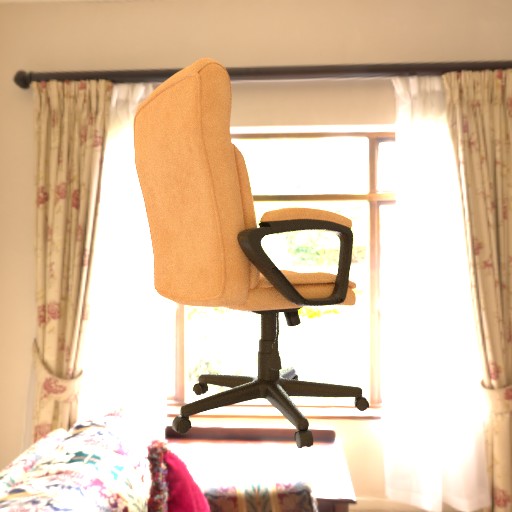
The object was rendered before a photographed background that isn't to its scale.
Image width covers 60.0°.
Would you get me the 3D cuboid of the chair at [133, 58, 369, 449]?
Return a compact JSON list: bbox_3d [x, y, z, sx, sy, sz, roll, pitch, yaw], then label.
[{"bbox_3d":[0.000,0.000,1.554,0.724,1.105,0.667,0,0,-36],"label":"chair"}]
